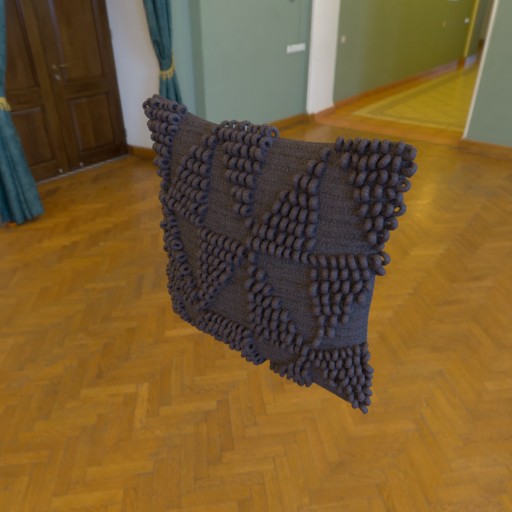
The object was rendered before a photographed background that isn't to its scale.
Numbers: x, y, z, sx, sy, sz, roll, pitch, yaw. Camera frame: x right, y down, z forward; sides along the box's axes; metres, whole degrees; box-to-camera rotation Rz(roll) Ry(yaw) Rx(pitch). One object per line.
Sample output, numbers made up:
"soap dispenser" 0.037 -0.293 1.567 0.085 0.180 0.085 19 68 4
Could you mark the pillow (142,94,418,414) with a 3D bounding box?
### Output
"pillow" 0.000 0.000 0.744 0.470 0.467 0.172 21 37 31
